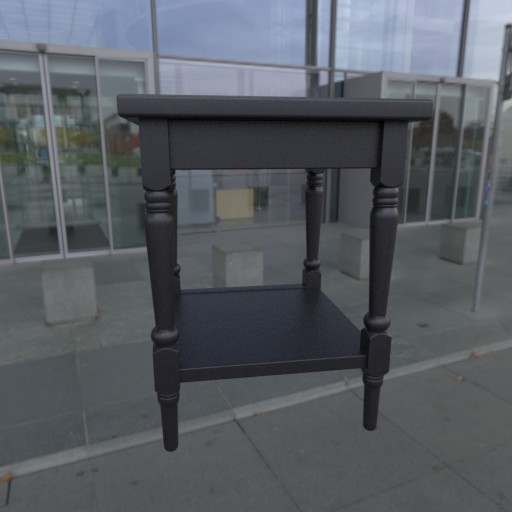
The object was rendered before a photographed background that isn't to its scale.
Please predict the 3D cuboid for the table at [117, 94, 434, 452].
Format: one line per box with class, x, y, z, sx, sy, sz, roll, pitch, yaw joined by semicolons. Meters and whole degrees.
table;0.000;0.000;0.903;0.442;0.565;0.488;-2;14;-9
